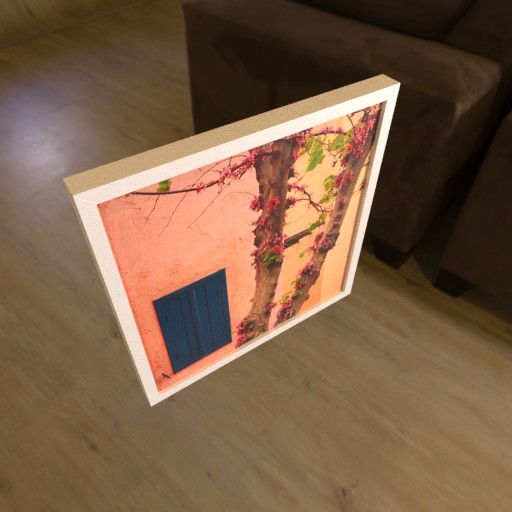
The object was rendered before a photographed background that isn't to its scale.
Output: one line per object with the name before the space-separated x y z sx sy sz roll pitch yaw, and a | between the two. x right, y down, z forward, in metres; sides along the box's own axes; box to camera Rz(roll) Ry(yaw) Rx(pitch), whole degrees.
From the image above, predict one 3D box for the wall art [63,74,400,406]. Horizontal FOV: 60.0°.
wall art | 0.000 0.000 0.777 0.507 0.508 0.038 -25 51 -23
